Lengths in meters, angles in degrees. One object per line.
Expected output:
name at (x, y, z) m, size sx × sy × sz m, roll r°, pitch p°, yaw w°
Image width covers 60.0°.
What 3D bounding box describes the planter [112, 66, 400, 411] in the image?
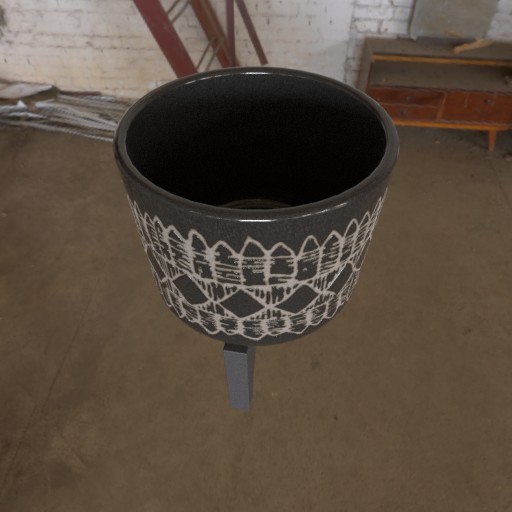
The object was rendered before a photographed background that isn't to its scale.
planter at (0.000, 0.000, 0.403) m, size 0.196 × 0.264 × 0.196 m, roll 32°, pitch 54°, yaw 27°
